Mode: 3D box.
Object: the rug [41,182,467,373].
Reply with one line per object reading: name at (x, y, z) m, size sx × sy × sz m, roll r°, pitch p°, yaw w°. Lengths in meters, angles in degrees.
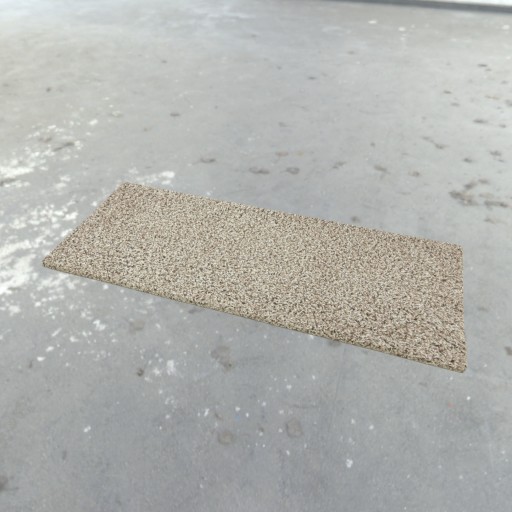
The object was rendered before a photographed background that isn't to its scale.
rug at (0.000, 0.000, 1.720) m, size 1.524 × 0.030 × 0.609 m, roll 12°, pitch 43°, yaw 14°
